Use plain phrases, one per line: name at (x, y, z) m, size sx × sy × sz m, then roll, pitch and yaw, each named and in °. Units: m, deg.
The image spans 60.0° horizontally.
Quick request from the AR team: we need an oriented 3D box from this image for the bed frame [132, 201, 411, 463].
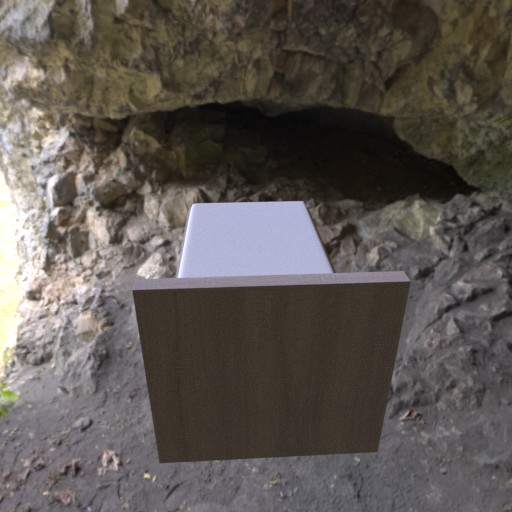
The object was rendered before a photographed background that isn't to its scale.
bed frame at (0.000, 0.000, 2.726) m, size 0.990 × 0.920 × 2.140 m, roll -2°, pitch 29°, yaw -3°
